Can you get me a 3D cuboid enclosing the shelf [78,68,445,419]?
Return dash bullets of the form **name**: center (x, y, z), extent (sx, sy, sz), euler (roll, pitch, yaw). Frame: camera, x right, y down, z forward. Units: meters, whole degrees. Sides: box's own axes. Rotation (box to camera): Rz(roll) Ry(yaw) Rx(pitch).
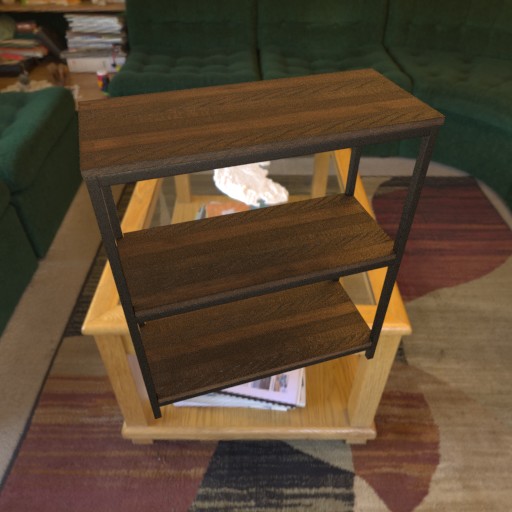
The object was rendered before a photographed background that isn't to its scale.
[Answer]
- **shelf**: center (0.000, 0.000, 1.386), extent (0.822, 0.947, 0.352), euler (-12, 42, -13)
